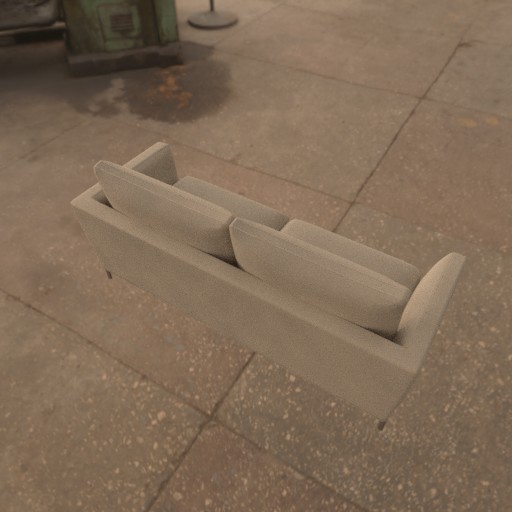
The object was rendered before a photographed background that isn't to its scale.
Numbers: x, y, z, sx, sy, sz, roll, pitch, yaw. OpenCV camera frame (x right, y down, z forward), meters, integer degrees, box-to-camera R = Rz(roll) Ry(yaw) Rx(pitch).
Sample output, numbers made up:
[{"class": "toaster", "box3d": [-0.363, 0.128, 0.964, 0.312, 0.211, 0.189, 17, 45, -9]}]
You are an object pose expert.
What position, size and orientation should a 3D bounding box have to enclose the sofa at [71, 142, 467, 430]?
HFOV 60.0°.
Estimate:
[{"class": "sofa", "box3d": [0.000, 0.000, 2.749, 2.214, 1.005, 0.868, 24, 50, 22]}]
